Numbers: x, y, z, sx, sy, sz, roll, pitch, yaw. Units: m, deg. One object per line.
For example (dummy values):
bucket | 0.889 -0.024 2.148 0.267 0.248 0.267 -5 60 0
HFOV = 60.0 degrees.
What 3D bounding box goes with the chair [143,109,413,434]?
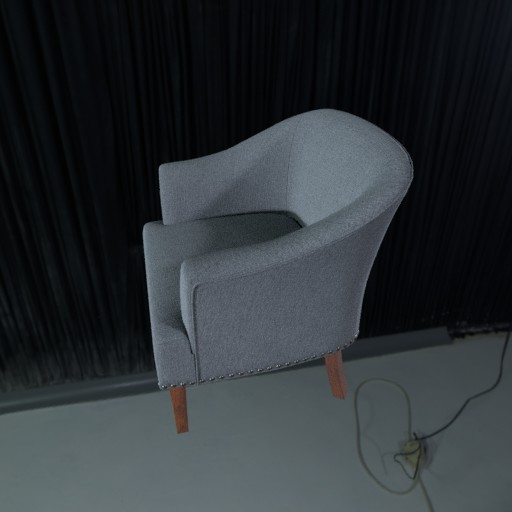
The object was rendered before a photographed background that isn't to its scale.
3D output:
chair | 0.000 0.000 1.434 0.704 0.815 0.798 -8 31 -13
